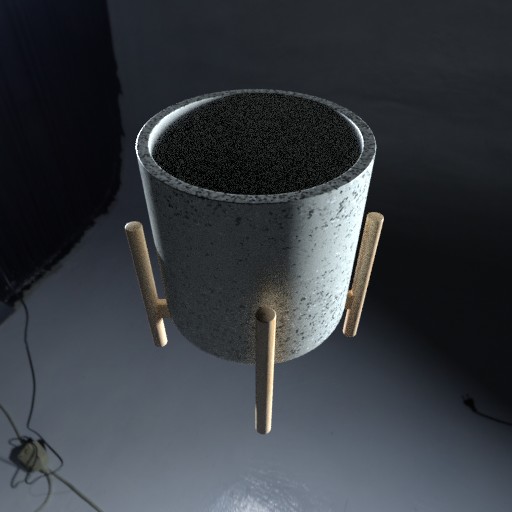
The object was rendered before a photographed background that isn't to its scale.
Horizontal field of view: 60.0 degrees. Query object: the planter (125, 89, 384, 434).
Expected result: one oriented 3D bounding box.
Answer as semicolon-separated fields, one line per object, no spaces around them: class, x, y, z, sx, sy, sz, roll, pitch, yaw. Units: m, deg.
planter;0.000;0.000;0.710;0.360;0.419;0.360;13;44;14
